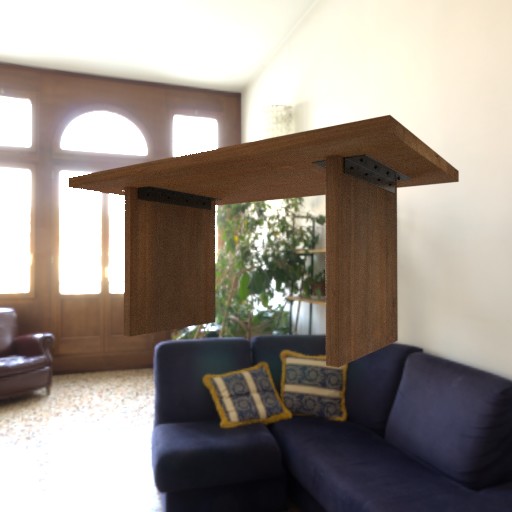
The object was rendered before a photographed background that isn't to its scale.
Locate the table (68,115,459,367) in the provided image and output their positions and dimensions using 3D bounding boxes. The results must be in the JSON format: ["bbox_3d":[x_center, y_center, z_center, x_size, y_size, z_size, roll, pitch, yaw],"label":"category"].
[{"bbox_3d":[0.000,0.000,2.107,1.609,0.780,0.946,-1,-1,35],"label":"table"}]
